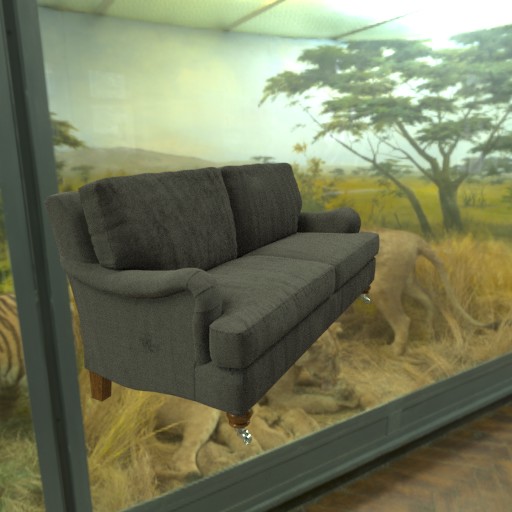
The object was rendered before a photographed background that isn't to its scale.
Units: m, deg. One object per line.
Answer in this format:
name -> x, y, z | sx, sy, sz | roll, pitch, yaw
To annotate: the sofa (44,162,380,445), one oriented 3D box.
sofa -> 0.000, 0.000, 2.761 | 1.086, 1.087, 2.165 | 8, 16, 28
